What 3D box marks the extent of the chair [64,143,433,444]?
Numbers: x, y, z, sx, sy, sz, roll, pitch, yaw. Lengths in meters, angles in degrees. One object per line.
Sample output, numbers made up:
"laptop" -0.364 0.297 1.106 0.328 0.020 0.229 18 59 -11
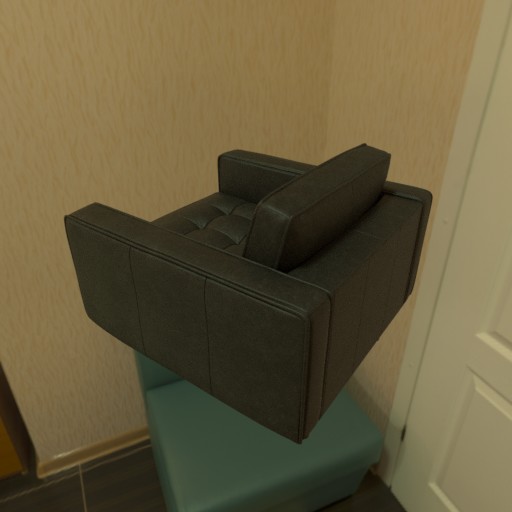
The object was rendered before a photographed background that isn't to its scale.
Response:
"chair" 0.000 0.000 1.566 0.914 0.763 0.889 20 36 30
